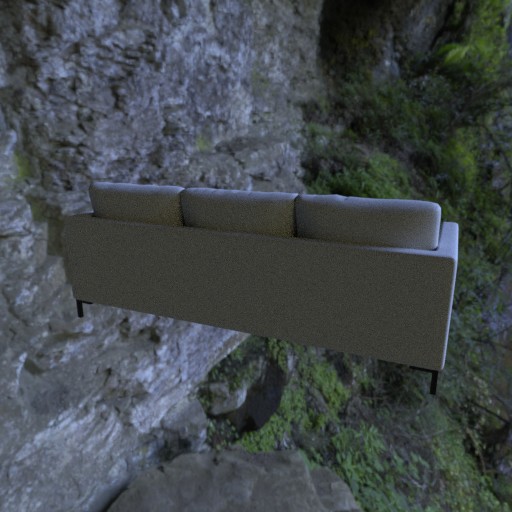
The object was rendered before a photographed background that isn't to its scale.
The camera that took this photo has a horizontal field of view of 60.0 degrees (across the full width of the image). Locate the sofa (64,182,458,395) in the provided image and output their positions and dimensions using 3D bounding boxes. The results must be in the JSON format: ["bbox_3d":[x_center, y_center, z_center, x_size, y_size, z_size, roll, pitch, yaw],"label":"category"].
[{"bbox_3d":[0.000,0.000,2.709,2.218,0.874,0.859,7,17,23],"label":"sofa"}]
